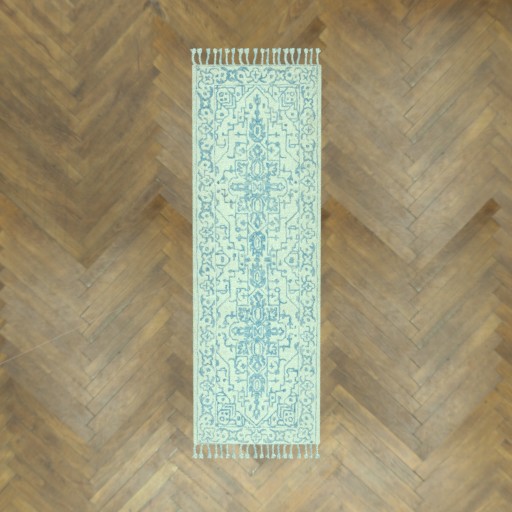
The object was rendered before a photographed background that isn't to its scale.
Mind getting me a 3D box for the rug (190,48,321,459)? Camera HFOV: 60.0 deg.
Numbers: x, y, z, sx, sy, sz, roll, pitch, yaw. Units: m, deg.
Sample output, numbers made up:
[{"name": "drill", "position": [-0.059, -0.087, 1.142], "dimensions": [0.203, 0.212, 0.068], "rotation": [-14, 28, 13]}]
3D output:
[{"name": "rug", "position": [0.000, 0.000, 2.641], "dimensions": [0.774, 0.011, 2.449], "rotation": [0, 92, 0]}]
